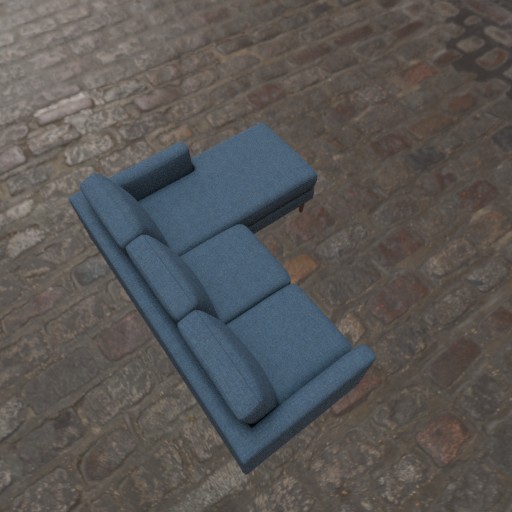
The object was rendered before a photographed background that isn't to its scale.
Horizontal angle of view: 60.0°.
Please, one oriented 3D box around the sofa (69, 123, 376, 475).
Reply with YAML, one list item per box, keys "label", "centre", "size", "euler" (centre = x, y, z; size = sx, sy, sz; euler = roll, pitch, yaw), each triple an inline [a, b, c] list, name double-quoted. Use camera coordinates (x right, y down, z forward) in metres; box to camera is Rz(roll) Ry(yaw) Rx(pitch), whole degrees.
- label: "sofa"
  centre: [0.000, 0.000, 3.010]
  size: [1.667, 0.957, 2.055]
  euler: [-32, 64, -18]
